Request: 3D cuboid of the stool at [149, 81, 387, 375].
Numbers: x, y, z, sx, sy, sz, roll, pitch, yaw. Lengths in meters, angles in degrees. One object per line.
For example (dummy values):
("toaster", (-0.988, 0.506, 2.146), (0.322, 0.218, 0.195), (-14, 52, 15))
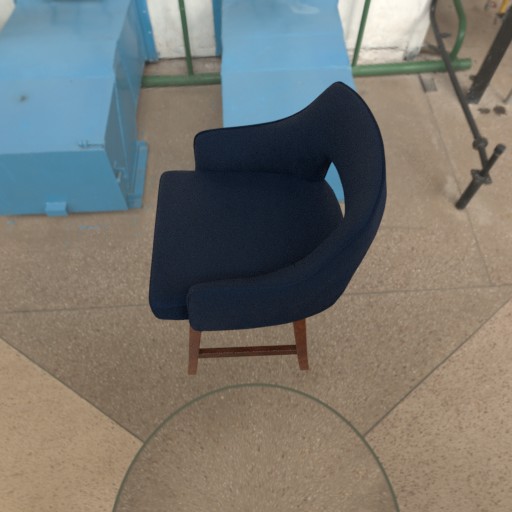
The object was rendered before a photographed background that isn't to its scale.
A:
("stool", (0.000, 0.000, 1.337), (0.560, 0.940, 0.550), (-2, 58, -1))
